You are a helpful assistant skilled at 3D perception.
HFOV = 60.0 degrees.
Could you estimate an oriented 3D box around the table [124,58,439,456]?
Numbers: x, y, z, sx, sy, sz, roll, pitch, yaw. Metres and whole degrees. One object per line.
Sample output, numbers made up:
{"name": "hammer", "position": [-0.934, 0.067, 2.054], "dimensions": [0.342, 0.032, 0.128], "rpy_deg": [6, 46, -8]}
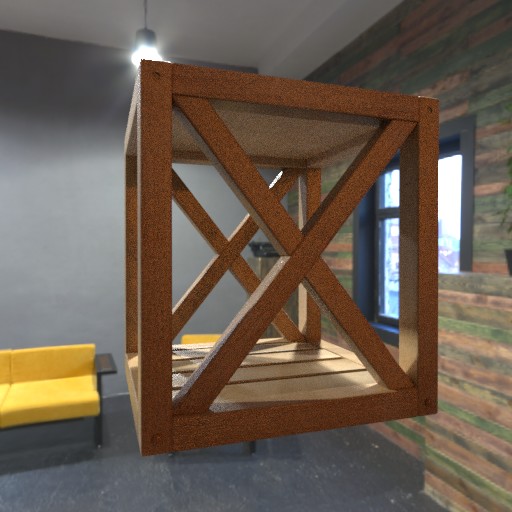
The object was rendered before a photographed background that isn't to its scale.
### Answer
{"name": "table", "position": [0.000, 0.000, 1.021], "dimensions": [0.559, 0.610, 0.558], "rpy_deg": [0, 1, -19]}
